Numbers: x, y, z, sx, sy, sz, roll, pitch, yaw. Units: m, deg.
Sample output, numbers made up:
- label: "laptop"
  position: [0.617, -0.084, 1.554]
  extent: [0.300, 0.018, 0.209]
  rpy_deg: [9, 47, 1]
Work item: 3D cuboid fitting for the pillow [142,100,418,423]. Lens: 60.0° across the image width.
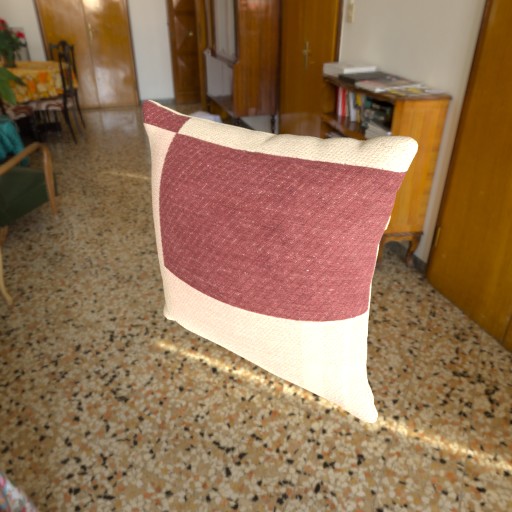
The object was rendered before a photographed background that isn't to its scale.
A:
- label: "pillow"
  position: [0.000, 0.000, 0.805]
  extent: [0.536, 0.506, 0.229]
  rpy_deg: [20, 36, 31]
